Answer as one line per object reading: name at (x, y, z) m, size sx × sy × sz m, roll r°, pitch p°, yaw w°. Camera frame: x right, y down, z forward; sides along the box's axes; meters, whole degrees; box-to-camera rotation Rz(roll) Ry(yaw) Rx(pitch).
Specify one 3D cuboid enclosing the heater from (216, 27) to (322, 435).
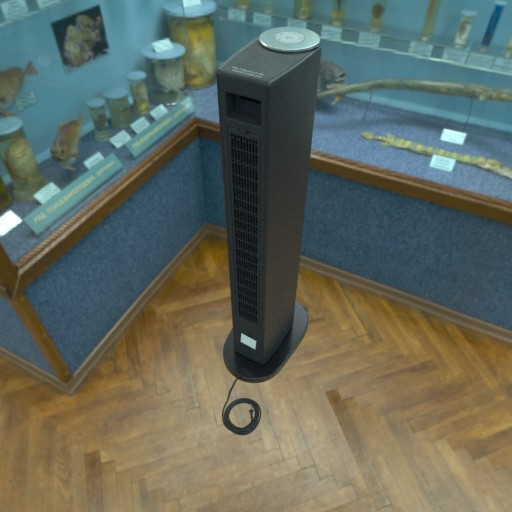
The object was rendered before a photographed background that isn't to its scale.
heater at (0.000, 0.000, 1.000) m, size 0.214 × 0.856 × 0.458 m, roll 22°, pitch 50°, yaw 20°
